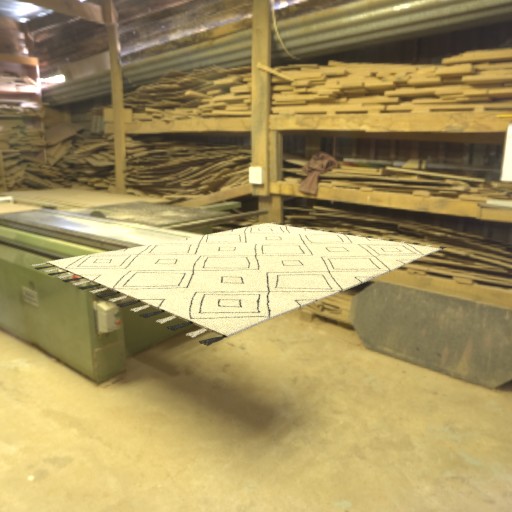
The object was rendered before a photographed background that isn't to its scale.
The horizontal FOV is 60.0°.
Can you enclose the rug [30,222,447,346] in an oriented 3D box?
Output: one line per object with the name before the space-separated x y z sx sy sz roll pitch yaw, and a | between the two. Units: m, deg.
rug | 0.000 0.000 4.165 2.342 0.026 3.221 12 18 42
